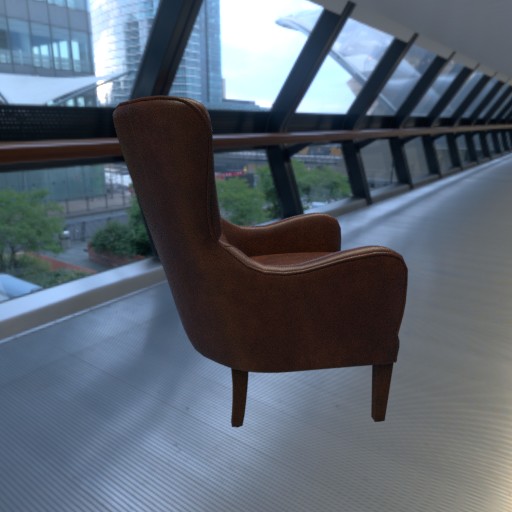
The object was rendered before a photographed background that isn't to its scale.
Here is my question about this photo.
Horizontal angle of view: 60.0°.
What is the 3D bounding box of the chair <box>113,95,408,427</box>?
[{"bbox_3d":[0.000,0.000,1.614,0.914,1.048,0.692,-2,16,-9],"label":"chair"}]
